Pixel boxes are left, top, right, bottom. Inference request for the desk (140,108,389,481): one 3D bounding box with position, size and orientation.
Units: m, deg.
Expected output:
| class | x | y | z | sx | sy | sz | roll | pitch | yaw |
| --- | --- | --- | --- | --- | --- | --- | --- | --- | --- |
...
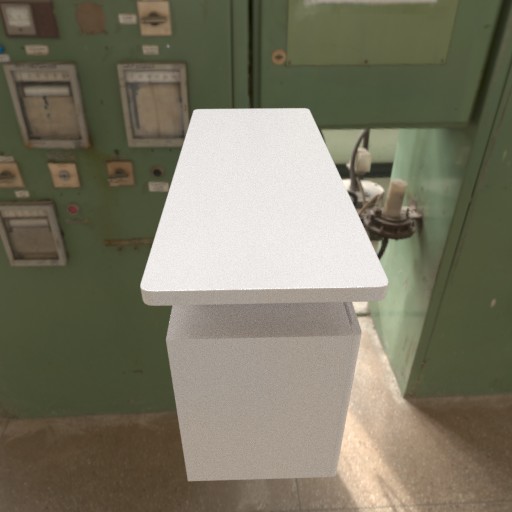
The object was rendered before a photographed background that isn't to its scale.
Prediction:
| class | x | y | z | sx | sy | sz | roll | pitch | yaw |
| --- | --- | --- | --- | --- | --- | --- | --- | --- | --- |
| desk | 0.000 | 0.000 | 1.752 | 0.550 | 0.762 | 1.400 | -1 | 34 | -1 |
